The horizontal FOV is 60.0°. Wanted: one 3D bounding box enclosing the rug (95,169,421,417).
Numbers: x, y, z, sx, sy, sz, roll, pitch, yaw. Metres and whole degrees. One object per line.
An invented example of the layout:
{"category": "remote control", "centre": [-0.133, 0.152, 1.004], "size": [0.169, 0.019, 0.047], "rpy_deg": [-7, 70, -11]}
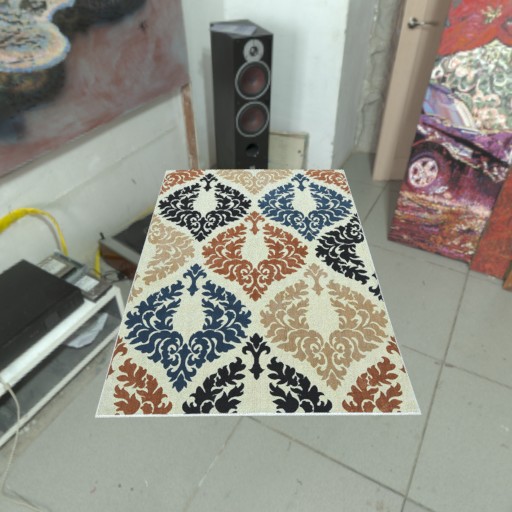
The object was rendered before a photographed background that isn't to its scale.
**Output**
{"category": "rug", "centre": [0.000, 0.000, 2.908], "size": [1.514, 0.014, 2.275], "rpy_deg": [0, 40, 0]}
